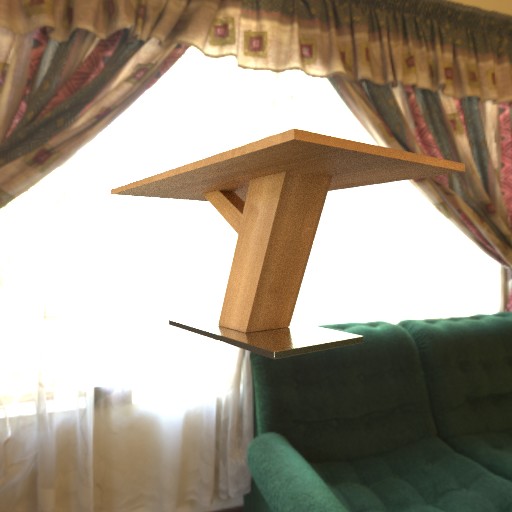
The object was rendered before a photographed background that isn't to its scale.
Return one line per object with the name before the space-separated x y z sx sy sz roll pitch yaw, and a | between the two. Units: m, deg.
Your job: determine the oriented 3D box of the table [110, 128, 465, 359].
table | 0.000 0.000 2.158 0.900 0.750 1.600 -1 1 -36
